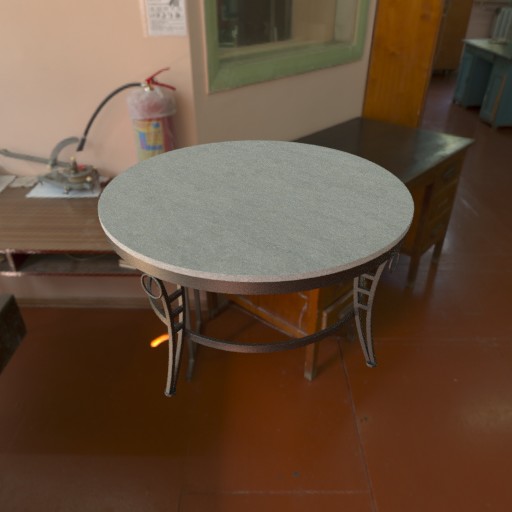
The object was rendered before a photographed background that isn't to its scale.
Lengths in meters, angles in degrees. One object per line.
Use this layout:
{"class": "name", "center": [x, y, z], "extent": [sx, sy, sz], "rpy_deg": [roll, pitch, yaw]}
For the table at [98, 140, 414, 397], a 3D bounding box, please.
{"class": "table", "center": [0.000, 0.000, 1.427], "extent": [0.889, 0.470, 0.889], "rpy_deg": [0, 33, 0]}
